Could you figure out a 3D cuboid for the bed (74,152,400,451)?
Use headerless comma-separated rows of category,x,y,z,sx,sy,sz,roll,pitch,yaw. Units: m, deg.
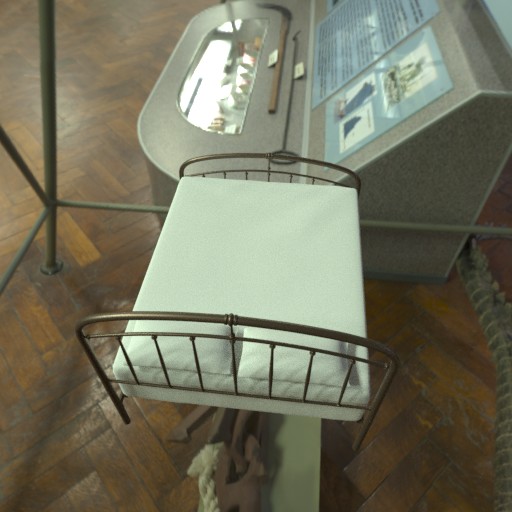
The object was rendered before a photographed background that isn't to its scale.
bed,0.000,0.000,3.320,1.711,1.475,2.168,5,48,4
